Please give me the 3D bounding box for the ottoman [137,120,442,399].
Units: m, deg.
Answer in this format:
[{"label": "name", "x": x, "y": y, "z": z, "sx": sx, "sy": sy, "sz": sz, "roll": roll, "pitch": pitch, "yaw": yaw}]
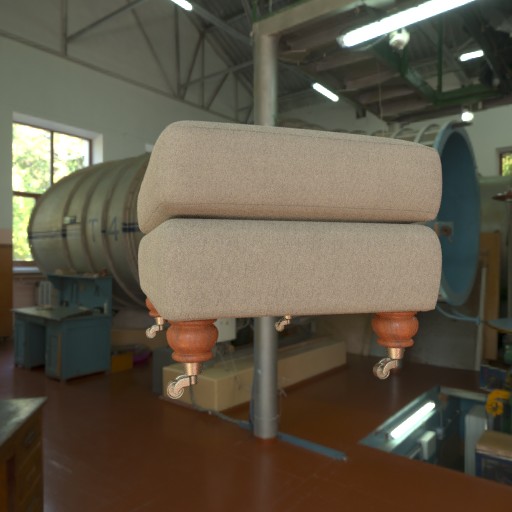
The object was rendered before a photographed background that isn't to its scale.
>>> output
[{"label": "ottoman", "x": 0.000, "y": 0.000, "z": 1.145, "sx": 0.569, "sy": 0.504, "sz": 0.773, "roll": 0, "pitch": 0, "yaw": -17}]
